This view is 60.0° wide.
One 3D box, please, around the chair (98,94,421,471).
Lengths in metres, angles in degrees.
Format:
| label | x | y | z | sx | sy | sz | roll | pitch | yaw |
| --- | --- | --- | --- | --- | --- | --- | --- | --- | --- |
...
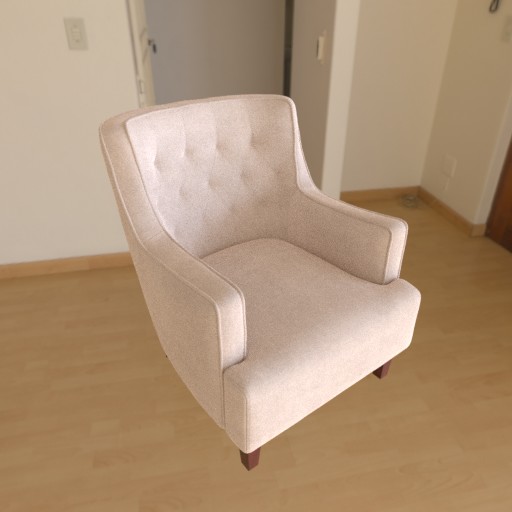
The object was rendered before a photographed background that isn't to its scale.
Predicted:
| label | x | y | z | sx | sy | sz | roll | pitch | yaw |
| --- | --- | --- | --- | --- | --- | --- | --- | --- | --- |
| chair | 0.000 | 0.000 | 1.557 | 0.781 | 0.920 | 0.910 | -21 | 37 | -31 |
